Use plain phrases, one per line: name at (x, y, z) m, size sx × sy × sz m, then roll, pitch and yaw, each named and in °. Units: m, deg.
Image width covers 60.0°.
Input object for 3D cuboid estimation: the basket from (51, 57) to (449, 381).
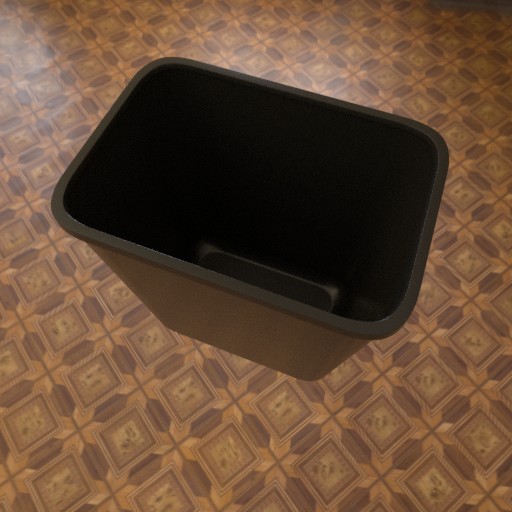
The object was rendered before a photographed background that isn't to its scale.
basket at (0.000, 0.000, 0.505) m, size 0.300 × 0.307 × 0.211 m, roll 19°, pitch 64°, yaw 9°
